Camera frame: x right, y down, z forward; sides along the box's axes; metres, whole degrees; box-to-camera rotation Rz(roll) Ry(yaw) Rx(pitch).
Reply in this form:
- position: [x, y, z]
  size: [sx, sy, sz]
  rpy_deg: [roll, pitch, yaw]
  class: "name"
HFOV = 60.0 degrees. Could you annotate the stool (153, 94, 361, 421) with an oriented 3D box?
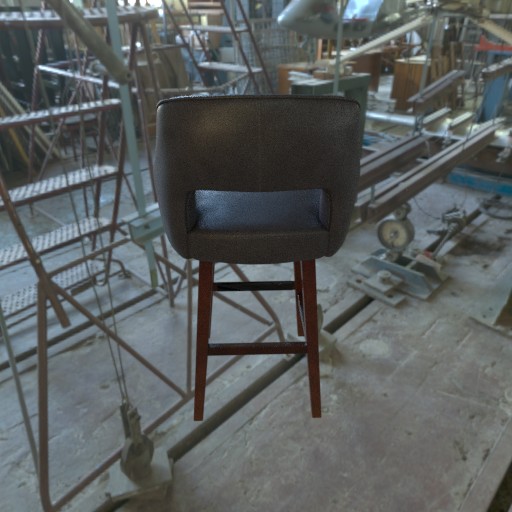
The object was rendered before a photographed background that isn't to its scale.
- position: [0.000, 0.000, 1.371]
  size: [0.550, 1.041, 0.560]
  rpy_deg: [-1, 30, -2]
  class: "stool"
